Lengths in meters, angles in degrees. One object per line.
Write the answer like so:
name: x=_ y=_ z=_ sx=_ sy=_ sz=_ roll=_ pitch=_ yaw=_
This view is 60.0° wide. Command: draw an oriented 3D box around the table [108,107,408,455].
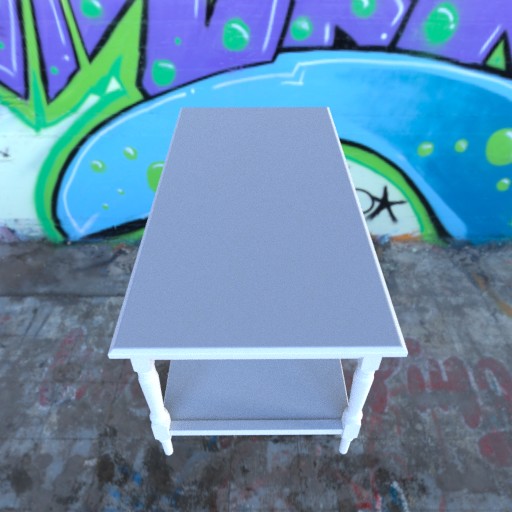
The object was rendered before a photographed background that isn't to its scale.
table: x=0.000 y=0.000 z=1.392 sx=0.551 sy=0.506 sz=1.109 roll=0 pitch=41 yaw=0
